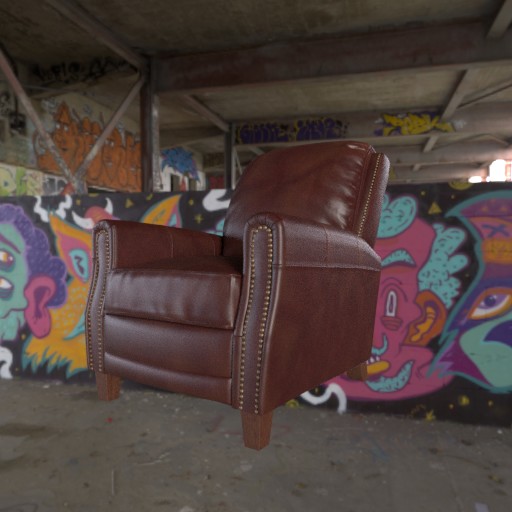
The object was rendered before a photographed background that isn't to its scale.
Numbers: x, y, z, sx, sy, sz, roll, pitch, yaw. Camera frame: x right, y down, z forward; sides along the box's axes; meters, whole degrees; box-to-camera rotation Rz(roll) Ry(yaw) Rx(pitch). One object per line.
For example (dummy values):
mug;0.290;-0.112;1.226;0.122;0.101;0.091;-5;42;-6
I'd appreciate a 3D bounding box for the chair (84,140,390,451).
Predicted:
chair;0.000;0.000;1.770;0.826;1.022;1.089;1;2;35
